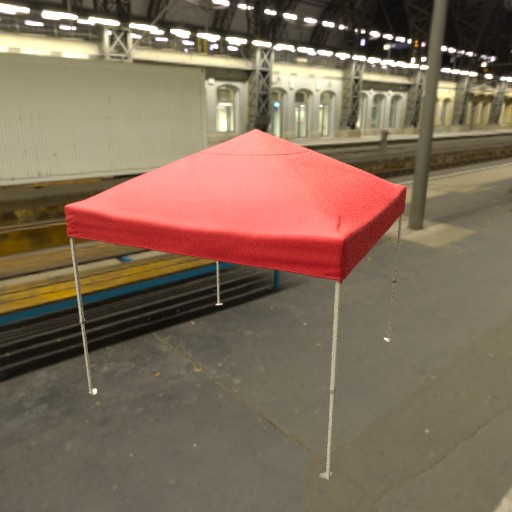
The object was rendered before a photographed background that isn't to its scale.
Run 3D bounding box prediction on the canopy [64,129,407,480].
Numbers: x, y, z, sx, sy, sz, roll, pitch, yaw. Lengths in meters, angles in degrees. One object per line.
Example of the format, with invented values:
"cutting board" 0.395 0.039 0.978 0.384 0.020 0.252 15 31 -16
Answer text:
"canopy" 0.000 0.000 5.452 2.996 2.997 2.998 9 19 25
